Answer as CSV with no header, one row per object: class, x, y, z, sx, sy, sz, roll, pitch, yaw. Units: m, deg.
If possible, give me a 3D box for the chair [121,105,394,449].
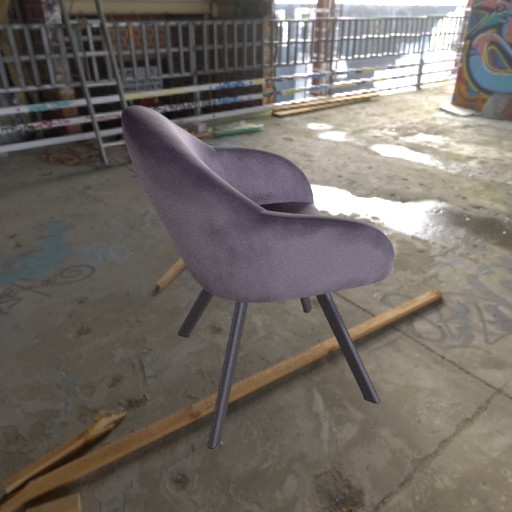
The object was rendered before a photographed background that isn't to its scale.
chair,0.000,0.000,1.185,0.590,0.795,0.550,-9,31,-16
